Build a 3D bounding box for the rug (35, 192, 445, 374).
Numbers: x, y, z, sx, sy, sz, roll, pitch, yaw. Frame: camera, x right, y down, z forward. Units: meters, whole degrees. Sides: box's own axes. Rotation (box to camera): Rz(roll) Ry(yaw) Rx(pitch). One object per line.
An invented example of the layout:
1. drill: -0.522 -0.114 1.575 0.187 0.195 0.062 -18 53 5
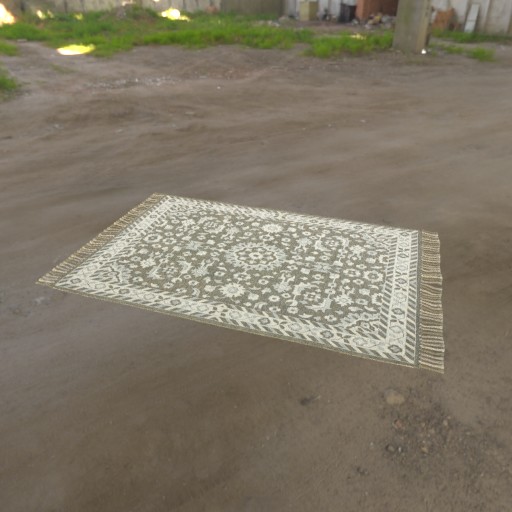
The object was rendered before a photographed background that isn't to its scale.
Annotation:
1. rug: 0.000 0.000 3.066 2.431 0.025 1.530 10 32 16
